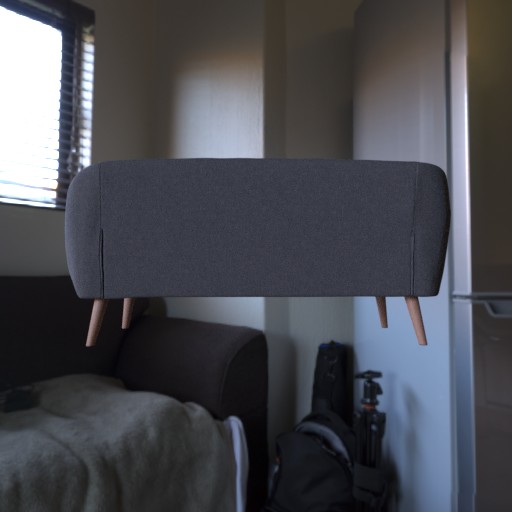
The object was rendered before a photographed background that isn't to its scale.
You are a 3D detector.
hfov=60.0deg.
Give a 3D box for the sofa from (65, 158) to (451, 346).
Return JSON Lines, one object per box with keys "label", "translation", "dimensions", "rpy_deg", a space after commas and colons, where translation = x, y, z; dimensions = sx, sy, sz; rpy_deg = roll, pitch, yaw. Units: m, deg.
{"label": "sofa", "translation": [0.000, 0.000, 2.272], "dimensions": [1.840, 0.820, 0.820], "rpy_deg": [0, -2, -1]}
